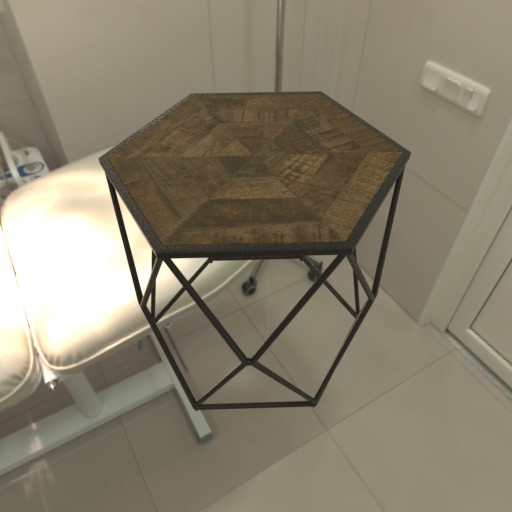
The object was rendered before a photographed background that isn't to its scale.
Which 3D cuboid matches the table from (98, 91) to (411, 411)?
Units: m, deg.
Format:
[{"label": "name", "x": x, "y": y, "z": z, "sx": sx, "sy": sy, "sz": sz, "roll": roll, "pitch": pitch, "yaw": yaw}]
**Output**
[{"label": "table", "x": 0.000, "y": 0.000, "z": 1.050, "sx": 0.579, "sy": 0.564, "sz": 0.578, "roll": -23, "pitch": 51, "yaw": -21}]
